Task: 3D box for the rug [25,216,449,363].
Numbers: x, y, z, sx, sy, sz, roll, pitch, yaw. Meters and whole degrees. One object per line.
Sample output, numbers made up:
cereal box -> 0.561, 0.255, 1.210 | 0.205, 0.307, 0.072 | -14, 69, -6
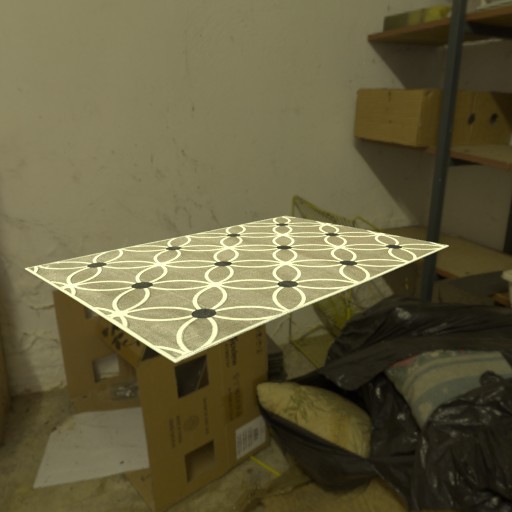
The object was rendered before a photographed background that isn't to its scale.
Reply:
rug -> 0.000, 0.000, 2.828 | 2.284, 0.008, 1.522 | -15, 22, -43
